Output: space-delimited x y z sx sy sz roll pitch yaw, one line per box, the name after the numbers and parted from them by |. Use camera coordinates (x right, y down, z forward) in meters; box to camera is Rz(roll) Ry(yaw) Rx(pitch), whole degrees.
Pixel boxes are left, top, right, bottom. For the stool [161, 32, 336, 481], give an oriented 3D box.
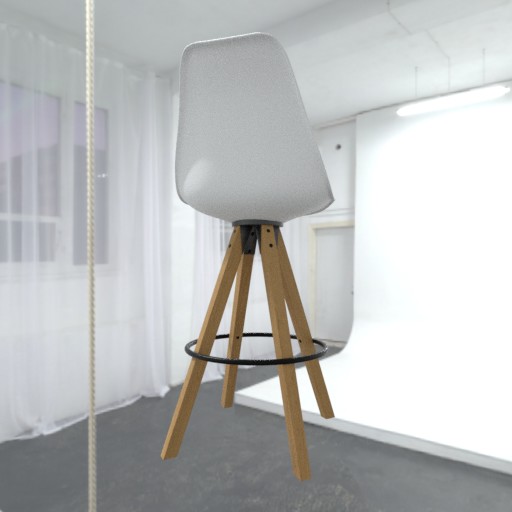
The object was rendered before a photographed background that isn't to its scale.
0.000 0.000 1.373 0.482 1.115 0.549 0 0 18 | stool
